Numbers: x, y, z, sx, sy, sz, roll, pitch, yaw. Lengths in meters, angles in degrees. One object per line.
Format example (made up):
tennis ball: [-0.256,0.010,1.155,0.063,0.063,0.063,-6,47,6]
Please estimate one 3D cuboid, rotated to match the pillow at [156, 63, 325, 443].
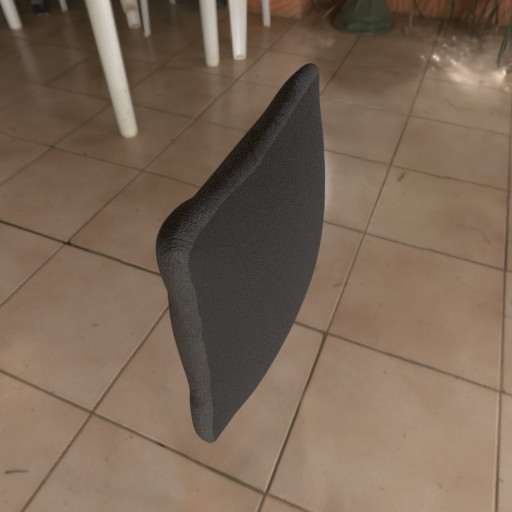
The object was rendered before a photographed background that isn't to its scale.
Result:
pillow: [0.000,0.000,0.818,0.210,0.523,0.533,16,48,15]
